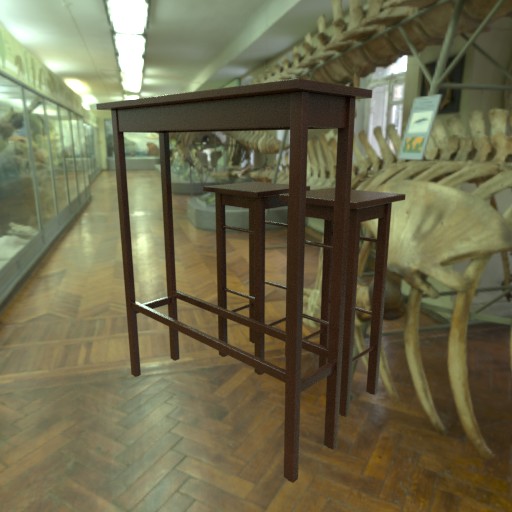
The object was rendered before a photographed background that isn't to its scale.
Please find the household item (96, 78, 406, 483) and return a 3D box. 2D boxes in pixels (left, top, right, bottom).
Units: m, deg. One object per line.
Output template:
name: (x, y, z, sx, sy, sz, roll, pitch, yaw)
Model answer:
household item: (0.000, 0.000, 1.617, 0.914, 1.067, 0.676, 14, 20, 43)
